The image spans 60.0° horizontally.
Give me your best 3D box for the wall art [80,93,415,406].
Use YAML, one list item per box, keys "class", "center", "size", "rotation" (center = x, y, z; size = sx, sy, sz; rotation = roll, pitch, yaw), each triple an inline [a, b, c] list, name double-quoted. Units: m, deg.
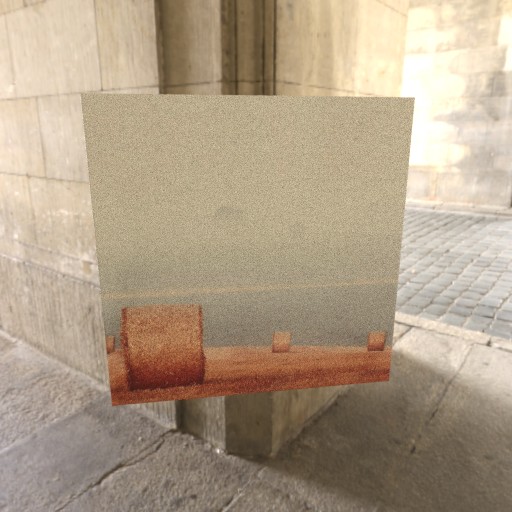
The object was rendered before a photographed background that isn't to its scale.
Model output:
- class: "wall art"
  center: [0.000, 0.000, 1.116]
  size: [0.760, 0.760, 0.042]
  rotation: [-2, 16, -9]
